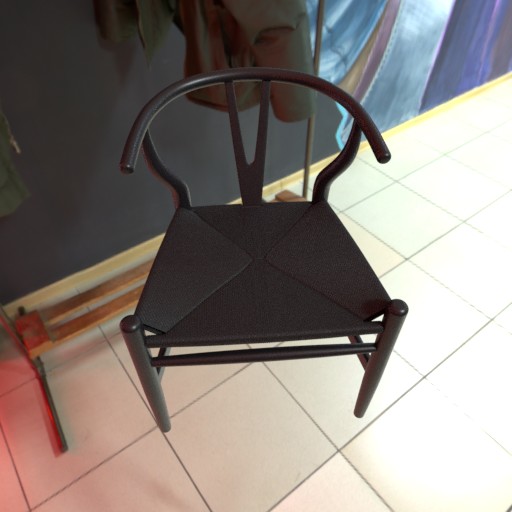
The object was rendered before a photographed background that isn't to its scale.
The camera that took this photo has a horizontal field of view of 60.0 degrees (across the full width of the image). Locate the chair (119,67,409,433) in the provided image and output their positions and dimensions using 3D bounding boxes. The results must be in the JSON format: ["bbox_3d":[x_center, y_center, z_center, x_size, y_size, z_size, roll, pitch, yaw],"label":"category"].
[{"bbox_3d":[0.000,0.000,1.131,0.569,0.730,0.579,-3,46,-3],"label":"chair"}]
